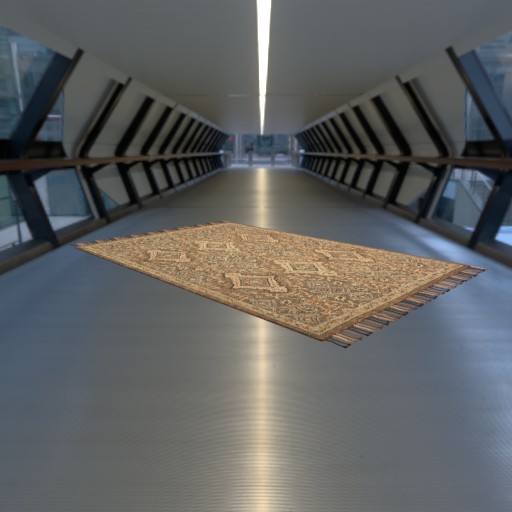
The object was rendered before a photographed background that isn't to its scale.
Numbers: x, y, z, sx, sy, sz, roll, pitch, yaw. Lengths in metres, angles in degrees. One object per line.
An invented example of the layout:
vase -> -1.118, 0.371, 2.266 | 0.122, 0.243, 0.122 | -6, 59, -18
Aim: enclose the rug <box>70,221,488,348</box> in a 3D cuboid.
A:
rug -> 0.000, 0.000, 2.979 | 1.516, 0.010, 2.434 | -14, 20, -43
